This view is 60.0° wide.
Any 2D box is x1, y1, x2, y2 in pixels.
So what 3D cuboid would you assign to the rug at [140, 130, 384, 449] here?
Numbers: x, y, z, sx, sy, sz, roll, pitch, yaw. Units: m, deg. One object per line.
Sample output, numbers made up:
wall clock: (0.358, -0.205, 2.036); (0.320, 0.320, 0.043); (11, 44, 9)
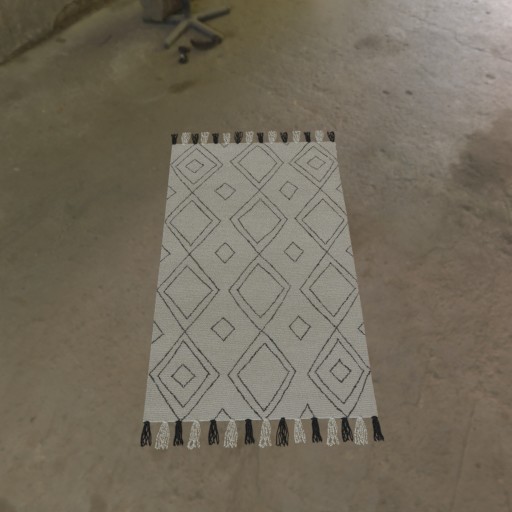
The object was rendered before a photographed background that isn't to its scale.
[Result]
rug: (0.000, 0.000, 3.433); (1.524, 0.021, 2.755); (-1, 58, -1)
